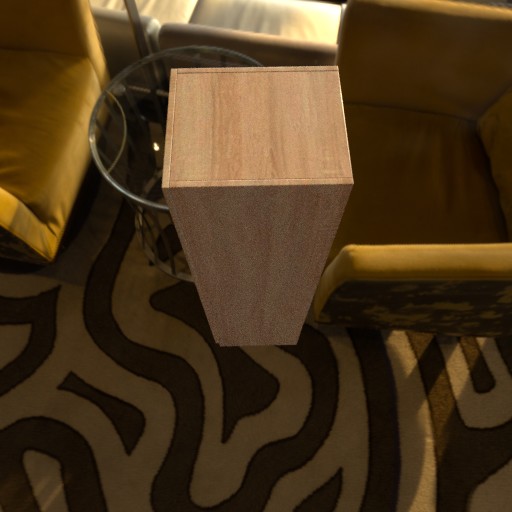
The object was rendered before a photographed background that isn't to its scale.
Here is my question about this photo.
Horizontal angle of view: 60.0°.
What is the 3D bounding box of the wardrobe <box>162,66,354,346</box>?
[{"bbox_3d":[0.000,0.000,2.420,0.588,2.117,0.496,-1,66,-1],"label":"wardrobe"}]
